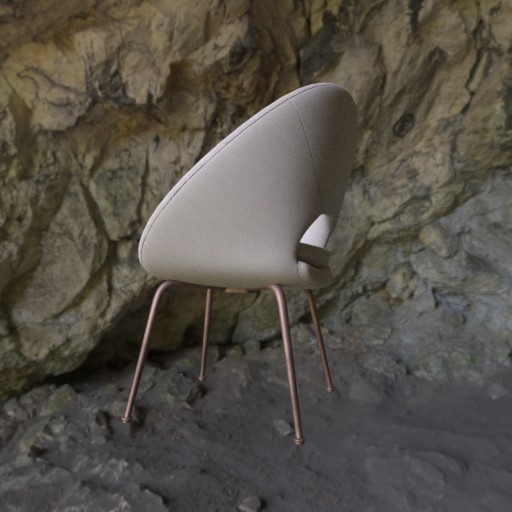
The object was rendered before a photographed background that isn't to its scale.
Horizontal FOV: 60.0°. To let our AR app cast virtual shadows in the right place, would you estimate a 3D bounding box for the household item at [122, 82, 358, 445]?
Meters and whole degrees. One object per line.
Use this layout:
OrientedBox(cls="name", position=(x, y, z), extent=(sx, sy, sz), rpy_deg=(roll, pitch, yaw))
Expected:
OrientedBox(cls="household item", position=(0.000, 0.000, 1.272), extent=(0.573, 0.852, 0.623), rpy_deg=(-1, -2, 18))
